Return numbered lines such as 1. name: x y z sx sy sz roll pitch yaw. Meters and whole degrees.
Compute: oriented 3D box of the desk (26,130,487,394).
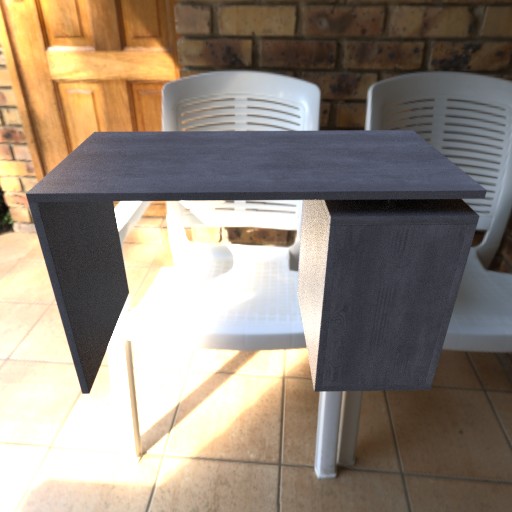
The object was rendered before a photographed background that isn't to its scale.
1. desk: 0.000 0.000 1.598 1.200 0.740 0.600 -1 31 -1
